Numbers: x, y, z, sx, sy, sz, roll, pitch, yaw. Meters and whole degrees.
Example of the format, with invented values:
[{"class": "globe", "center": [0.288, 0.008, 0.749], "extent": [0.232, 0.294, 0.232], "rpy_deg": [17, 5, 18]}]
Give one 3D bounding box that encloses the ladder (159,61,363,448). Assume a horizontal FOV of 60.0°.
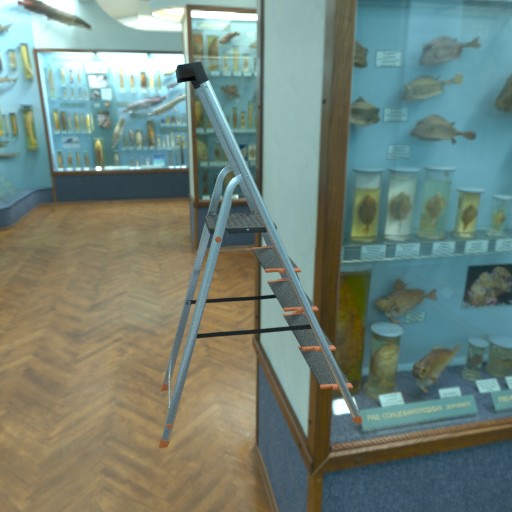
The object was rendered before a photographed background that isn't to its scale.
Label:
[{"class": "ladder", "center": [0.000, 0.000, 2.091], "extent": [0.995, 1.646, 0.480], "rpy_deg": [-3, 18, -10]}]
